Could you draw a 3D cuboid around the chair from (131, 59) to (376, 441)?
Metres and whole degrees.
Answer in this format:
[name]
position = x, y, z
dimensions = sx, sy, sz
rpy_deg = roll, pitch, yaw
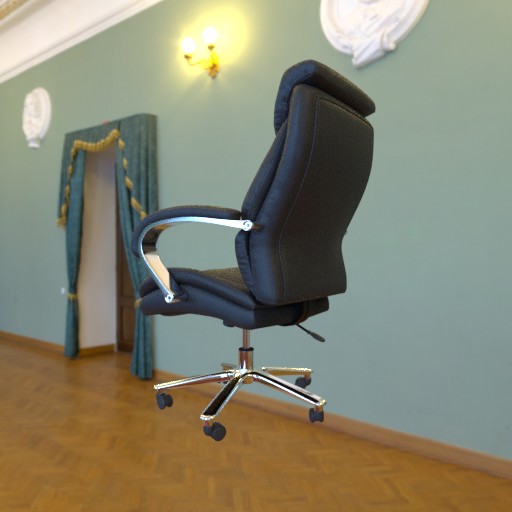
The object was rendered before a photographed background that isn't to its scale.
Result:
[chair]
position = 0.000, 0.000, 1.704
dimensions = 0.790, 1.183, 0.755
rpy_deg = 1, 1, 36
